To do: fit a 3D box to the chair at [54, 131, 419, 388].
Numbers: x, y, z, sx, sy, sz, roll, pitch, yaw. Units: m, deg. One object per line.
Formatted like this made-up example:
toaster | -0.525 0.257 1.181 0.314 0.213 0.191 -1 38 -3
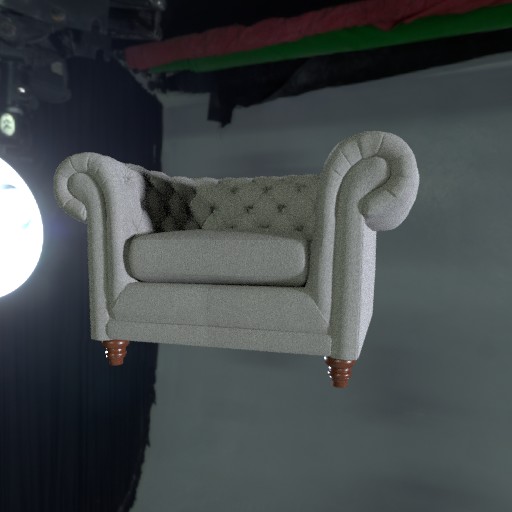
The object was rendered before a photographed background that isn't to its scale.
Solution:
chair | 0.000 0.000 1.876 1.270 0.770 0.976 1 2 18
